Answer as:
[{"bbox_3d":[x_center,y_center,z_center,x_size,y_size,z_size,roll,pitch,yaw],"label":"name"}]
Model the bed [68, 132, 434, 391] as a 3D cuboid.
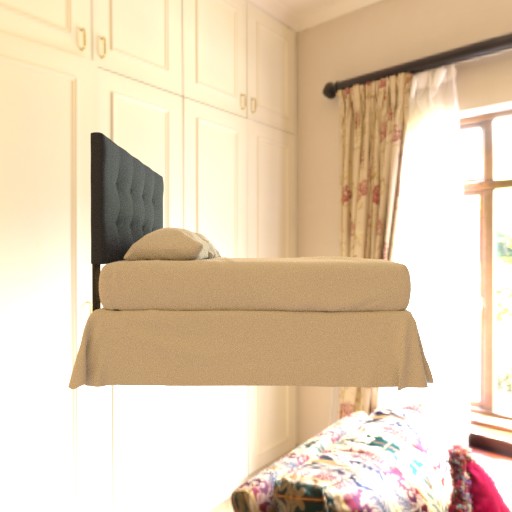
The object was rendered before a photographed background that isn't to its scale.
[{"bbox_3d":[0.000,0.000,3.566,2.222,1.577,1.936,0,1,1],"label":"bed"}]
